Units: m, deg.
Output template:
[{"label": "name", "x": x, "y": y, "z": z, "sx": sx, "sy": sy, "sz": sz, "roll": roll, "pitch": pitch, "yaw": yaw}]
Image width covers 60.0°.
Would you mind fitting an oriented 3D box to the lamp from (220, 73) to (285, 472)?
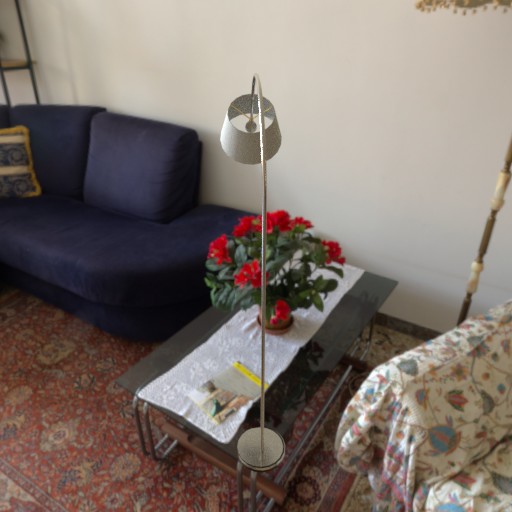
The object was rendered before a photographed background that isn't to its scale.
[{"label": "lamp", "x": 0.000, "y": 0.000, "z": 2.713, "sx": 0.406, "sy": 2.098, "sz": 1.445, "roll": -2, "pitch": 29, "yaw": -3}]
